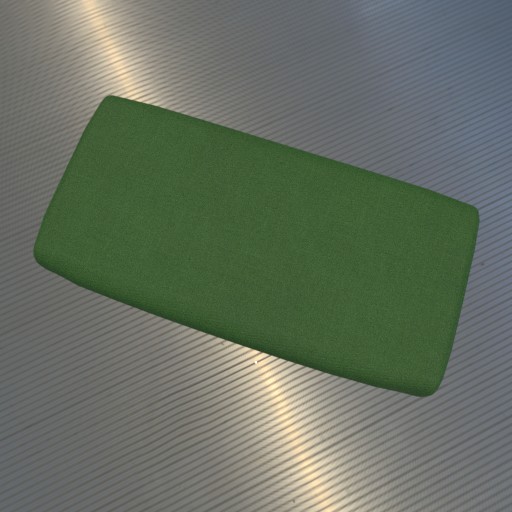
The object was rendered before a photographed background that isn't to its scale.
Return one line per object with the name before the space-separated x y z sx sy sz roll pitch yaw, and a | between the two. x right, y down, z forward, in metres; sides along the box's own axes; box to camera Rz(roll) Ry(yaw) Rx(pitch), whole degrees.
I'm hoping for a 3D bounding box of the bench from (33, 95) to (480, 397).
bench | 0.000 0.000 1.253 0.989 0.501 0.505 18 77 4
